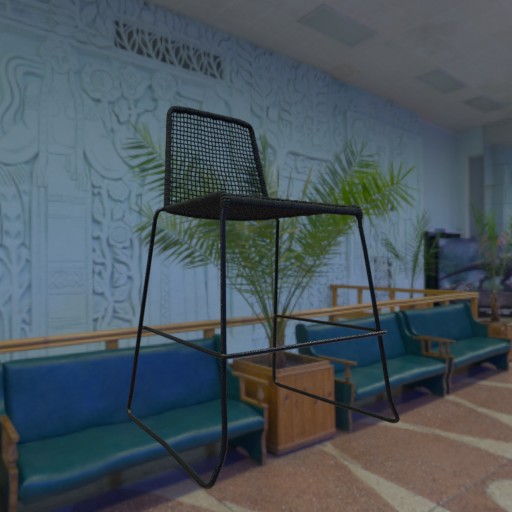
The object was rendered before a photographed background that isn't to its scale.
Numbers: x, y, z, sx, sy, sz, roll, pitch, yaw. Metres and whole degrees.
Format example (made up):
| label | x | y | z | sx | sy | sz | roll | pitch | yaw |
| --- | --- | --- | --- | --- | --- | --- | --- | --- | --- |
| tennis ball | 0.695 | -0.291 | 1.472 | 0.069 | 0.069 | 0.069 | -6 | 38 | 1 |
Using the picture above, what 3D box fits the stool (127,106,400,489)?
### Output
| label | x | y | z | sx | sy | sz | roll | pitch | yaw |
| --- | --- | --- | --- | --- | --- | --- | --- | --- | --- |
| stool | 0.000 | 0.000 | 1.212 | 0.590 | 0.905 | 0.509 | 0 | -1 | -36 |
